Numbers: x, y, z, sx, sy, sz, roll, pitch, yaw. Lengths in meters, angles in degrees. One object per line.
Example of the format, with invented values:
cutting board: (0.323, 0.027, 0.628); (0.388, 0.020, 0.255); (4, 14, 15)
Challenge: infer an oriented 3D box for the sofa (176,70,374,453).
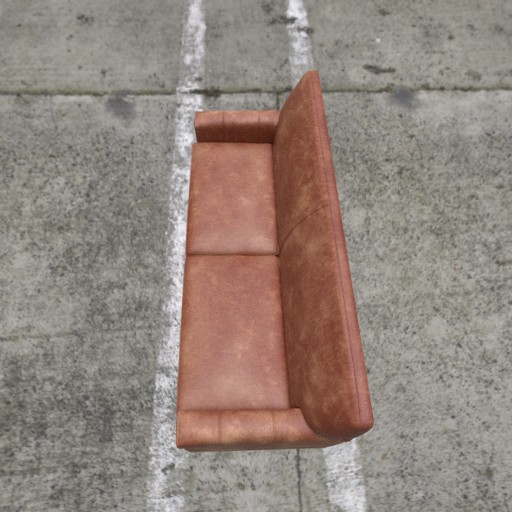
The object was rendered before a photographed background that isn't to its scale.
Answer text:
sofa: (0.000, 0.000, 2.521); (0.805, 0.947, 2.053); (-1, 59, -1)
